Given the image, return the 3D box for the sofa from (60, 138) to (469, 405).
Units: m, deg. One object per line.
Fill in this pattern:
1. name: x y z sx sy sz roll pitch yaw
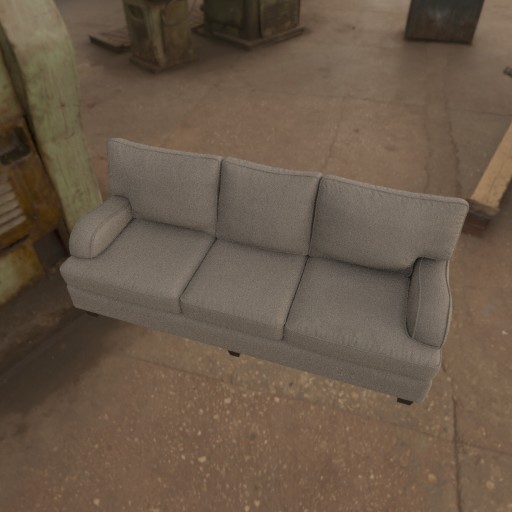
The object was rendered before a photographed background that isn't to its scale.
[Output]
1. sofa: 0.000 0.000 2.830 2.323 0.991 1.016 13 44 13
